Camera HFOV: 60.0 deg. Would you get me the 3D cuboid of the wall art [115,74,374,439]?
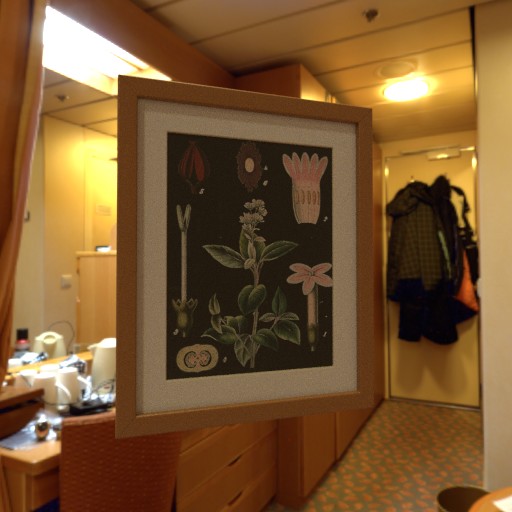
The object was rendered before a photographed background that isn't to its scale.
[{"bbox_3d":[0.000,0.000,0.516,0.310,0.379,0.015,0,-1,-19],"label":"wall art"}]
